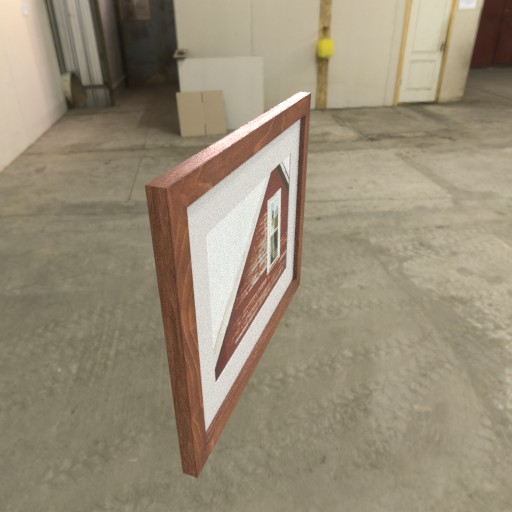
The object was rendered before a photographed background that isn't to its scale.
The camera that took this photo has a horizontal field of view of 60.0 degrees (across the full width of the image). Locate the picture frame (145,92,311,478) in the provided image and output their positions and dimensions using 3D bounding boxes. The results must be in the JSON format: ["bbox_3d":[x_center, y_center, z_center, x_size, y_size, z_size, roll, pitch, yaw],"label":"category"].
[{"bbox_3d":[0.000,0.000,0.776,0.025,0.457,0.559,11,32,18],"label":"picture frame"}]
